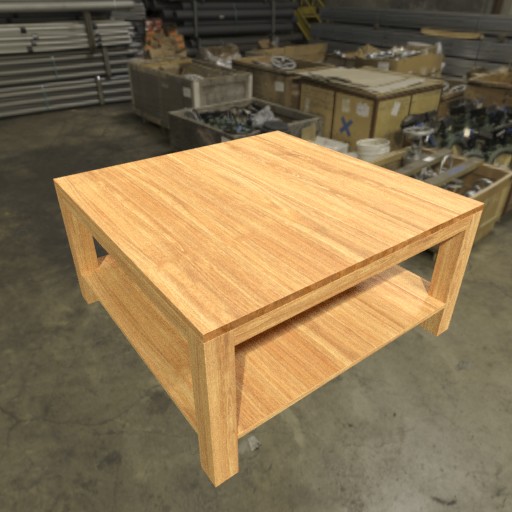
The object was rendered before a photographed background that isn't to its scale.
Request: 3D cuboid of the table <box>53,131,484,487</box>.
[{"bbox_3d":[0.000,0.000,1.415,0.900,0.450,0.900,-21,37,-31],"label":"table"}]
